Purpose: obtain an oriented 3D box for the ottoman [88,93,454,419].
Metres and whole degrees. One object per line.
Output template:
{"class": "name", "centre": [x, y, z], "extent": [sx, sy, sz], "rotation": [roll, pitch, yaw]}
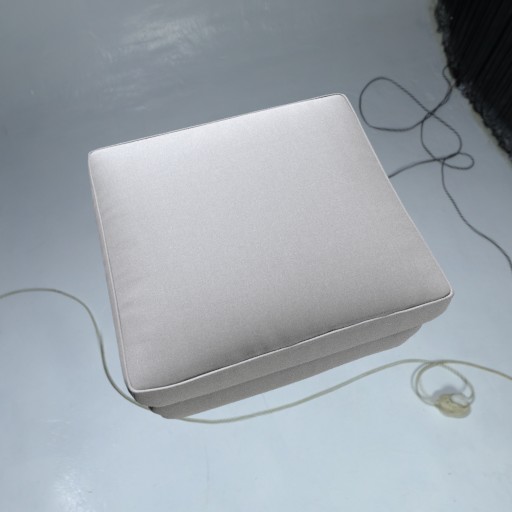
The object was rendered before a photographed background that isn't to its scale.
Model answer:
{"class": "ottoman", "centre": [0.000, 0.000, 1.177], "extent": [0.721, 0.505, 0.662], "rotation": [-16, 64, -8]}
